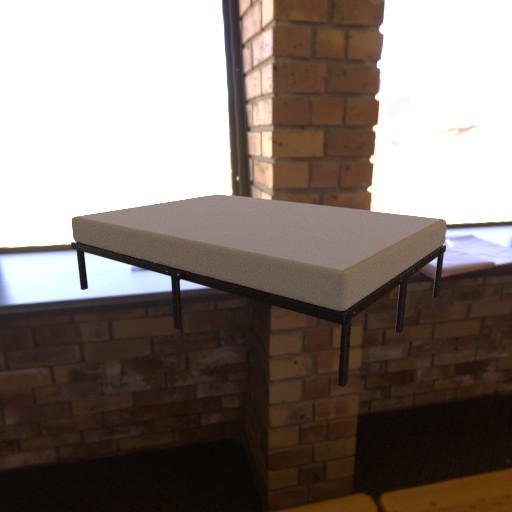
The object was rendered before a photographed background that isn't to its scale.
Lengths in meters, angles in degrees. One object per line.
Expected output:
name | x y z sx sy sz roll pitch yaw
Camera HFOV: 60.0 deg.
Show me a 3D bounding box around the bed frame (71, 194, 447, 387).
bed frame | 0.000 0.000 3.845 2.842 0.680 2.205 15 22 43
